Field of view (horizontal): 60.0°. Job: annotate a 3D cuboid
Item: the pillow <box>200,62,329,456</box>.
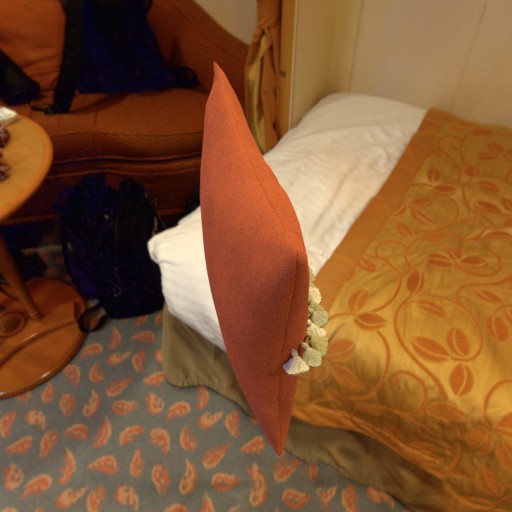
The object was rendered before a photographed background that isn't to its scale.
[{"bbox_3d":[0.000,0.000,0.752,0.165,0.482,0.490,-10,46,-9],"label":"pillow"}]
